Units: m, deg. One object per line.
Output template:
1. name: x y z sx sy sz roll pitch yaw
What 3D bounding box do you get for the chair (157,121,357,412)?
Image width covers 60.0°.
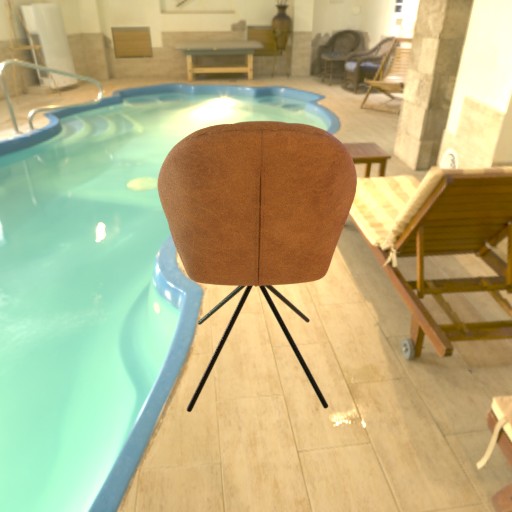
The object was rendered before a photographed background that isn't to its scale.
1. chair: 0.000 0.000 1.326 0.527 0.929 0.640 -1 30 -2
